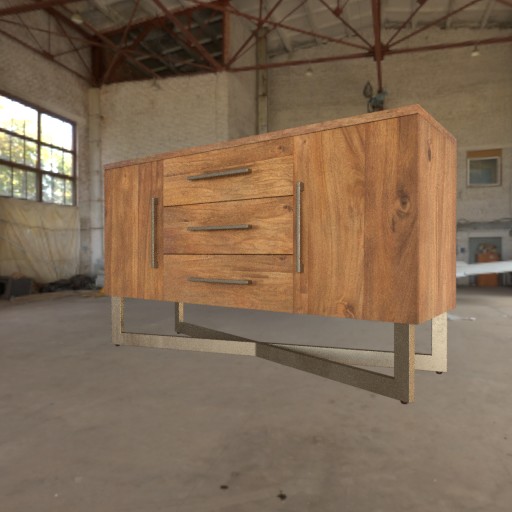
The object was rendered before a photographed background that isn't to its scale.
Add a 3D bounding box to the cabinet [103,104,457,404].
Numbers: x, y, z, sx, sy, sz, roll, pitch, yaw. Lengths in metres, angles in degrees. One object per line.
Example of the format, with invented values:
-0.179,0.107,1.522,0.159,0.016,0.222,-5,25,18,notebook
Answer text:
0.000,0.000,1.751,1.373,0.812,0.480,0,1,36,cabinet
